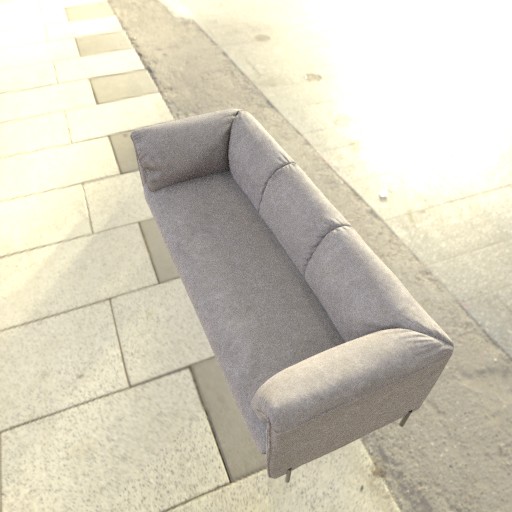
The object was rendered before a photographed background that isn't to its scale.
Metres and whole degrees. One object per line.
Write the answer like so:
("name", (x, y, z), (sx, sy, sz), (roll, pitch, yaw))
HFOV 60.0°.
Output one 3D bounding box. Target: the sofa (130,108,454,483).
("sofa", (0.000, 0.000, 2.642), (0.899, 0.758, 2.238), (-18, 49, -17))
